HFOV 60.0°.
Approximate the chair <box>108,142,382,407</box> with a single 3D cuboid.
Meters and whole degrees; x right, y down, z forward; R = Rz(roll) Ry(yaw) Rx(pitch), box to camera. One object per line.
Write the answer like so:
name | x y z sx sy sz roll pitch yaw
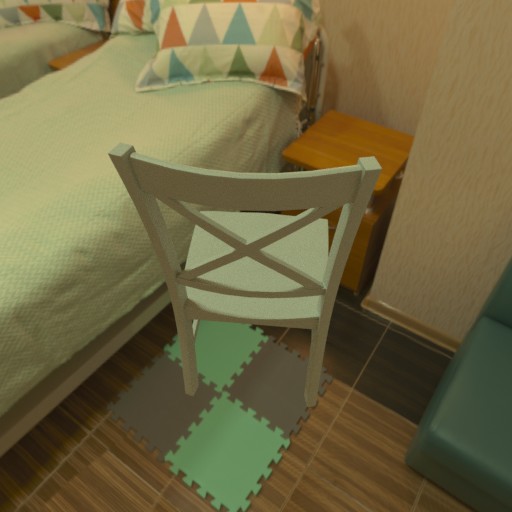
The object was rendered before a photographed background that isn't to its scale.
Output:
chair | 0.000 0.000 1.300 0.485 0.983 0.542 4 46 4
